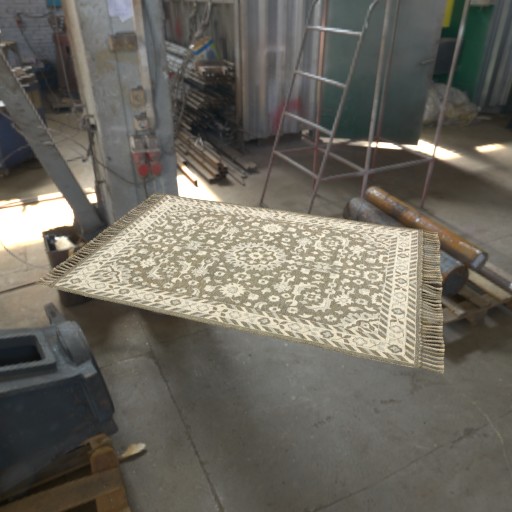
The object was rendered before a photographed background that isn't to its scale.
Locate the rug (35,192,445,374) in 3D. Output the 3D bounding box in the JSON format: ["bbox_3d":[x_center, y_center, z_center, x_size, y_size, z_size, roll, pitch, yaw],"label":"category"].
[{"bbox_3d":[0.000,0.000,3.066,2.431,0.025,1.530,10,32,16],"label":"rug"}]
